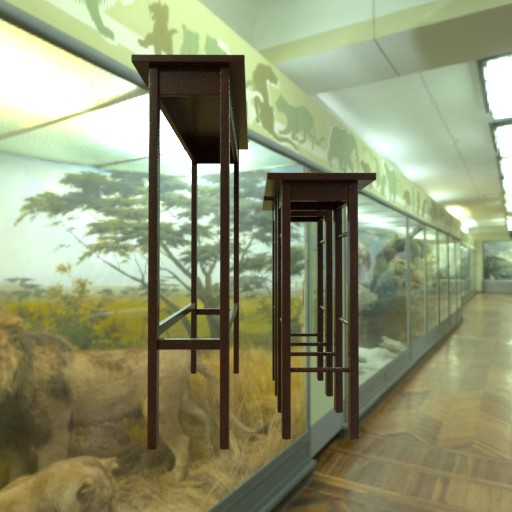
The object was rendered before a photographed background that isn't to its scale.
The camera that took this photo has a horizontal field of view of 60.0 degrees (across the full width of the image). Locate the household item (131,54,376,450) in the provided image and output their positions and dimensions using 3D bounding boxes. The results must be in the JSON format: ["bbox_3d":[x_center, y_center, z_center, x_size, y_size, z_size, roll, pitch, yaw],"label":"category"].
[{"bbox_3d":[0.000,0.000,1.640,0.676,1.067,0.914,0,-1,0],"label":"household item"}]
